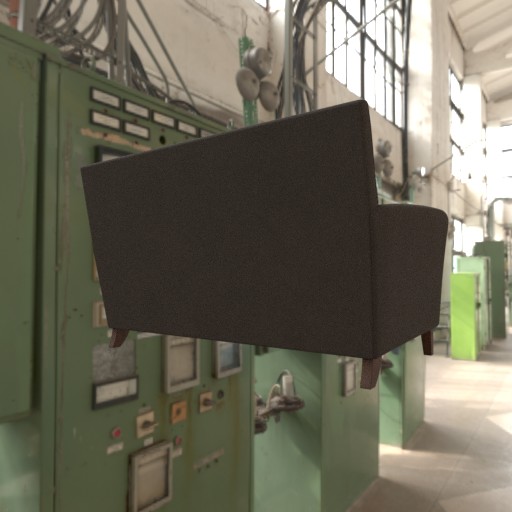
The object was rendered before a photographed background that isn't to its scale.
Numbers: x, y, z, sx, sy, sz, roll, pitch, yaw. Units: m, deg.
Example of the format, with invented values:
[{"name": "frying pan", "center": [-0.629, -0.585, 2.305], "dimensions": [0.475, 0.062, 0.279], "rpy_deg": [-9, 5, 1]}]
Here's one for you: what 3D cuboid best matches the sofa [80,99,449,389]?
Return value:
[{"name": "sofa", "center": [0.000, 0.000, 1.955], "dimensions": [1.420, 0.846, 0.871], "rpy_deg": [-1, -3, 36]}]
